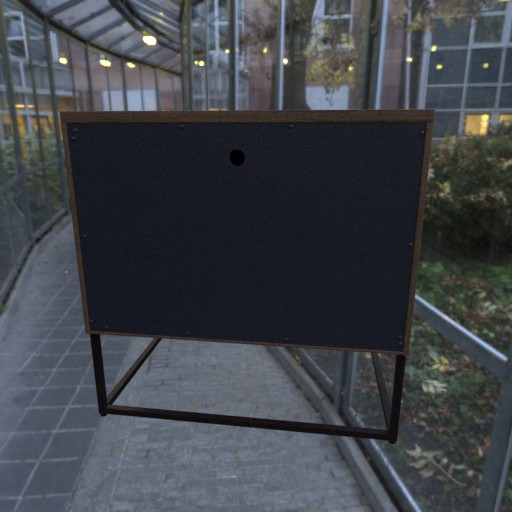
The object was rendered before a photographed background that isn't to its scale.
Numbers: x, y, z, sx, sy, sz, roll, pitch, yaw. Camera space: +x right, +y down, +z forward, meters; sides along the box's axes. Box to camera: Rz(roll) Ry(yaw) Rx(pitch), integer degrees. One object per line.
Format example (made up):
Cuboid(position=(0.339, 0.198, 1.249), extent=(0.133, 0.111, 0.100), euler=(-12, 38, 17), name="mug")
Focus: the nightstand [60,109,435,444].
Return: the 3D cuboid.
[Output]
Cuboid(position=(0.000, 0.000, 0.999), extent=(0.610, 0.610, 0.437), euler=(2, 16, 8), name="nightstand")
